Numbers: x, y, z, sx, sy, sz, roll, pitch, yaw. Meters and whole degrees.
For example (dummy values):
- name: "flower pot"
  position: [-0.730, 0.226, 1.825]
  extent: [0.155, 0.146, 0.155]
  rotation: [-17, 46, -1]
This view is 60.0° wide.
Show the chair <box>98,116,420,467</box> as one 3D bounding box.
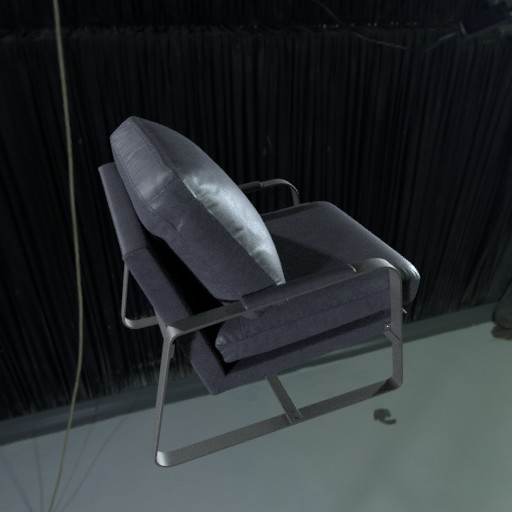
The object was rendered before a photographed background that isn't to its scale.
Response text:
- name: "chair"
  position: [0.000, 0.000, 1.442]
  extent: [0.878, 0.839, 0.692]
  rotation: [-12, 33, -19]
